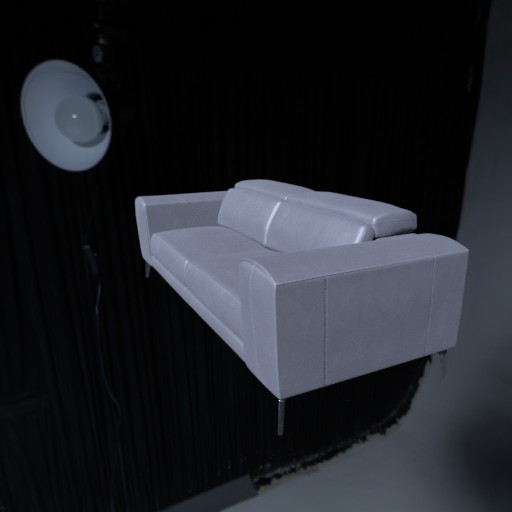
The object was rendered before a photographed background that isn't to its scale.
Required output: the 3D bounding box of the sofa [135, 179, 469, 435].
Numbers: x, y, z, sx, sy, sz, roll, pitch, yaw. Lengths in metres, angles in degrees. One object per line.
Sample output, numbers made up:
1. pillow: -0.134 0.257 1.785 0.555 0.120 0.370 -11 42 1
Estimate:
1. sofa: 0.000 0.000 2.844 1.048 0.814 2.330 -8 17 -26
